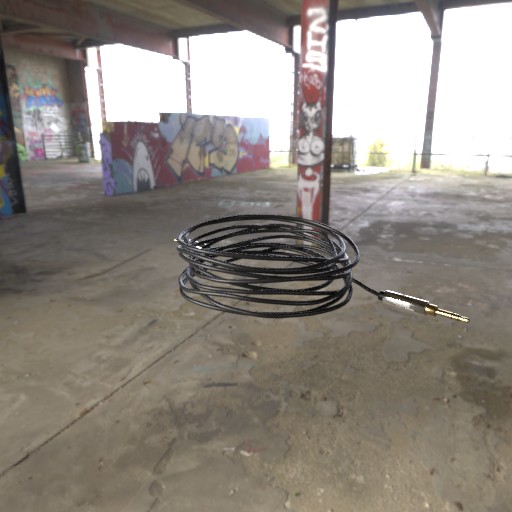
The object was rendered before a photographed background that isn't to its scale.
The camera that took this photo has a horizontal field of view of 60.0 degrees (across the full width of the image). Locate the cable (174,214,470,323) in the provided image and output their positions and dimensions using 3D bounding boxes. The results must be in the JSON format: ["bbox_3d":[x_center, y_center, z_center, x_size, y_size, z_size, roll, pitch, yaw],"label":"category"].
[{"bbox_3d":[0.000,0.000,0.497,0.198,0.069,0.432,-15,22,-42],"label":"cable"}]
